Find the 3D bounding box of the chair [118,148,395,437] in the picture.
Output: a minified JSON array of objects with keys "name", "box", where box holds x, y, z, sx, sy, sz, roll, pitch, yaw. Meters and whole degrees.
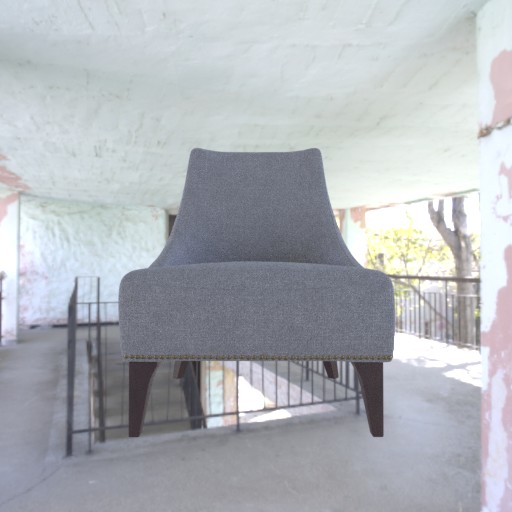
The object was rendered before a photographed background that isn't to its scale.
[{"name":"chair","box":[0.000,0.000,1.497,0.701,0.909,0.861,0,-1,0]}]
